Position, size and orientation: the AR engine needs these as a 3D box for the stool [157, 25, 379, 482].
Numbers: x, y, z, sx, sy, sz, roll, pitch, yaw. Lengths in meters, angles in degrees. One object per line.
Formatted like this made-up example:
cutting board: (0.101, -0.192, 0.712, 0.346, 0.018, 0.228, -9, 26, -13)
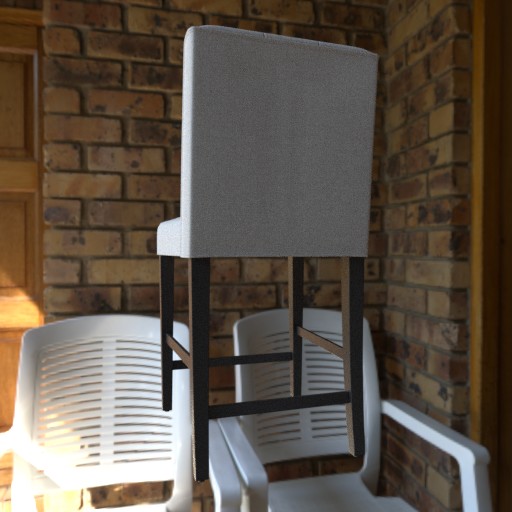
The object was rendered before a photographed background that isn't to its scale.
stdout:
stool: (0.000, 0.000, 1.179, 0.474, 0.939, 0.509, 0, 1, -18)
